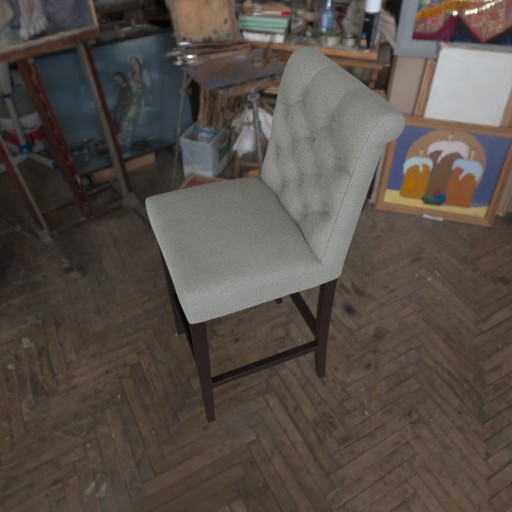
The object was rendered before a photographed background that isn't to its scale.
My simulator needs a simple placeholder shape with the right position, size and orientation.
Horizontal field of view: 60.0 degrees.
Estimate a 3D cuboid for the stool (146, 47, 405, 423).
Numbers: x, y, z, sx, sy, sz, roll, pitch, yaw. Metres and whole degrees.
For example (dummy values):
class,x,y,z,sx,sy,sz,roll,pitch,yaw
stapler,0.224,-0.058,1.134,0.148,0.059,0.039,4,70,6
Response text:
class,x,y,z,sx,sy,sz,roll,pitch,yaw
stool,0.000,0.000,1.485,0.601,1.140,0.493,-16,47,-16
